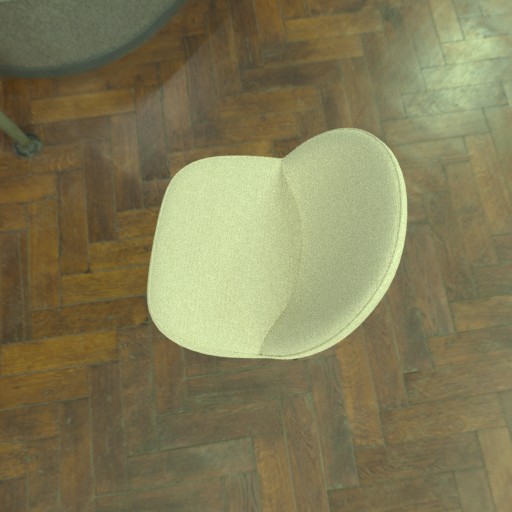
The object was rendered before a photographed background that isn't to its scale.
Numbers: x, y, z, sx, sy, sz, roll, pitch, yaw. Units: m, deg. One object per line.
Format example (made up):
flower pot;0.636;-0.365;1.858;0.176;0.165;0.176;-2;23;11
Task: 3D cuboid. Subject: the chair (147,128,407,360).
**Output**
chair;0.000;0.000;1.164;0.540;0.838;0.532;6;76;2
